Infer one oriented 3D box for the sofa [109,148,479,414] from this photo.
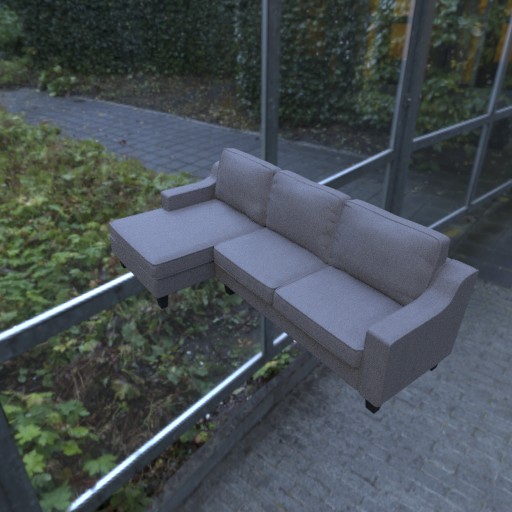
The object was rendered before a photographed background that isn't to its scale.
[{"bbox_3d":[0.000,0.000,3.222,1.294,0.928,2.561,-21,36,-31],"label":"sofa"}]
